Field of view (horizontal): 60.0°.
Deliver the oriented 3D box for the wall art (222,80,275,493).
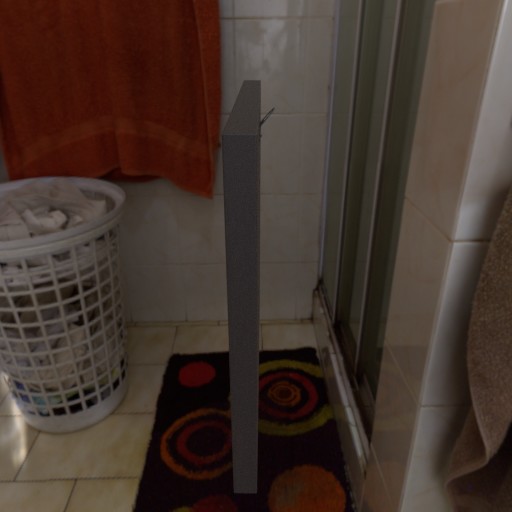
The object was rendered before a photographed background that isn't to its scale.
[{"bbox_3d":[0.000,0.000,0.515,0.038,0.349,0.349,0,27,1],"label":"wall art"}]
